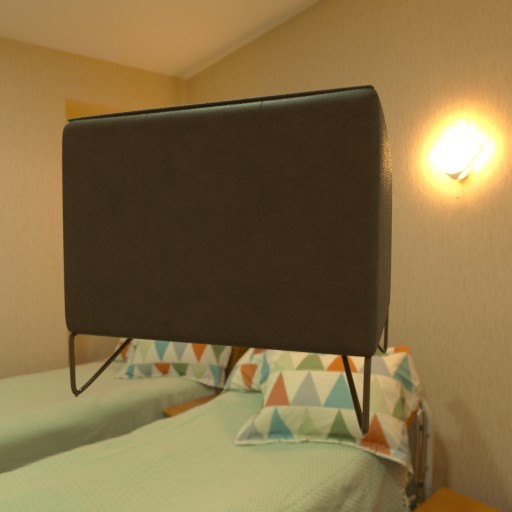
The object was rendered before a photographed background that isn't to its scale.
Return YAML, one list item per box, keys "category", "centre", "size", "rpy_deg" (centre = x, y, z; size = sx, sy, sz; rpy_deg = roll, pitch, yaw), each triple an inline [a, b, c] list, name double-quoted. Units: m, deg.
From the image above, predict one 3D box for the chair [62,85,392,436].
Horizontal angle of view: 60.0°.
- category: "chair"
  centre: [0.000, 0.000, 1.521]
  size: [0.880, 0.790, 0.894]
  rpy_deg: [1, 2, 19]
